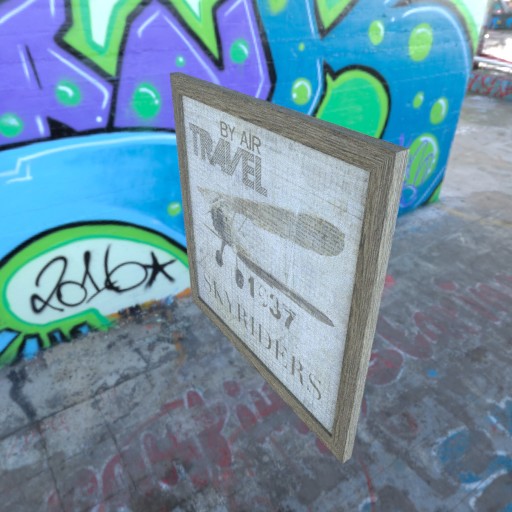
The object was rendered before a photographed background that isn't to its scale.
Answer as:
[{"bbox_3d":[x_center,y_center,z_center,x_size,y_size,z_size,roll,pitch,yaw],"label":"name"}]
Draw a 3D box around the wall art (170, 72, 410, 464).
[{"bbox_3d":[0.000,0.000,0.747,0.019,0.508,0.508,-20,38,-29],"label":"wall art"}]
